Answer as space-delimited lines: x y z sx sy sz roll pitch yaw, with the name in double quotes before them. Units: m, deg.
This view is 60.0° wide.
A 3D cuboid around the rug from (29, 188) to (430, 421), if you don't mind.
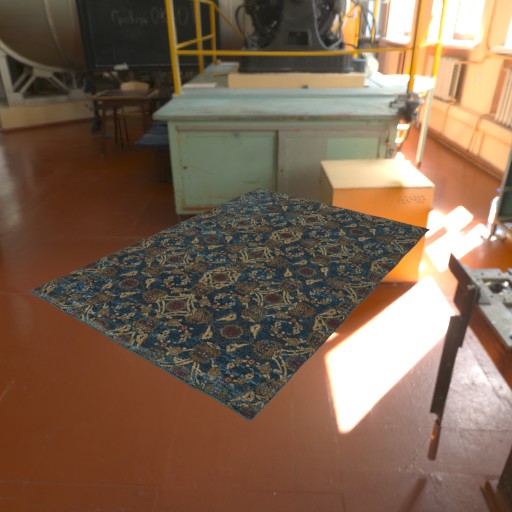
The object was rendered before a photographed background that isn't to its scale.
"rug" 0.000 0.000 4.298 2.337 0.013 3.291 19 33 32
